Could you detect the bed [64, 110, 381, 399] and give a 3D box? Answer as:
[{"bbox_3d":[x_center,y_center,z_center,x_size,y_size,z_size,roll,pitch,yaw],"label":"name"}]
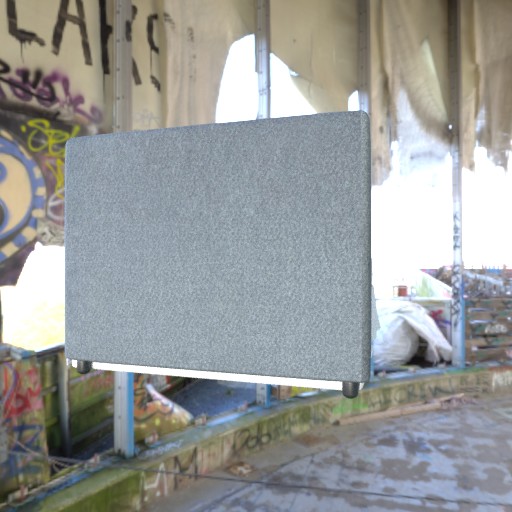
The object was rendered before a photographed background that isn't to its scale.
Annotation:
[{"bbox_3d":[0.000,0.000,3.236,1.723,1.330,2.142,0,0,17],"label":"bed"}]
